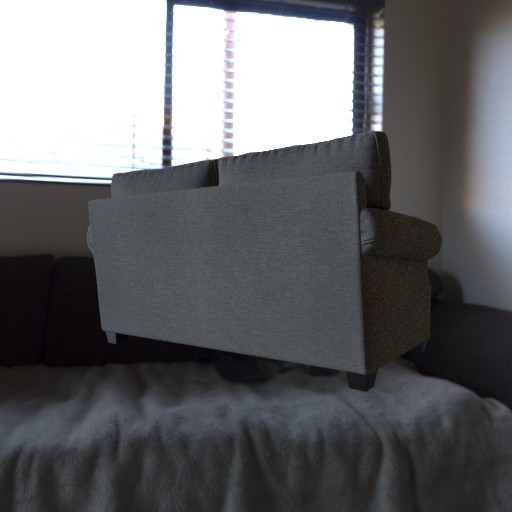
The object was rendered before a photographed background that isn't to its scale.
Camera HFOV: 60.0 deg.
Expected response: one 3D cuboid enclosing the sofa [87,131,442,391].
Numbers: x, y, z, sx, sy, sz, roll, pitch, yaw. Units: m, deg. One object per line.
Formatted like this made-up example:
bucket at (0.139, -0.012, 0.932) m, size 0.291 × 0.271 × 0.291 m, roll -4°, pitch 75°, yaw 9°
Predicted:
sofa at (0.000, 0.000, 2.323) m, size 1.701 × 0.966 × 0.966 m, roll 0°, pitch 1°, yaw 35°
